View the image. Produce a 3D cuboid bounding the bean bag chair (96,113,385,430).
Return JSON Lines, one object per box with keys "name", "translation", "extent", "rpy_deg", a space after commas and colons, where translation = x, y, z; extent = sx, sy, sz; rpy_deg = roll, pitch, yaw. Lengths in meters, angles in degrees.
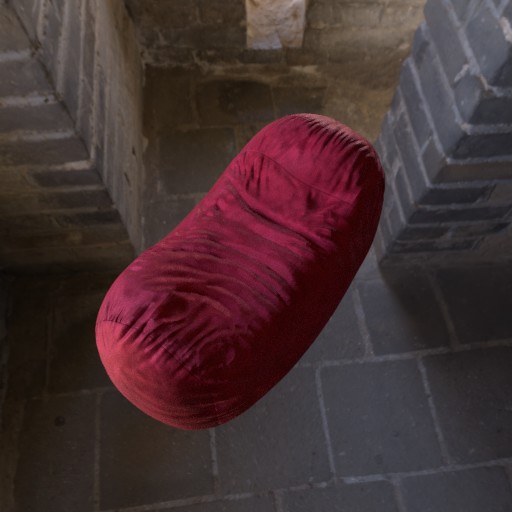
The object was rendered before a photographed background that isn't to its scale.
{"name": "bean bag chair", "translation": [0.000, 0.000, 2.875], "extent": [1.216, 0.867, 2.293], "rpy_deg": [34, 68, 15]}
